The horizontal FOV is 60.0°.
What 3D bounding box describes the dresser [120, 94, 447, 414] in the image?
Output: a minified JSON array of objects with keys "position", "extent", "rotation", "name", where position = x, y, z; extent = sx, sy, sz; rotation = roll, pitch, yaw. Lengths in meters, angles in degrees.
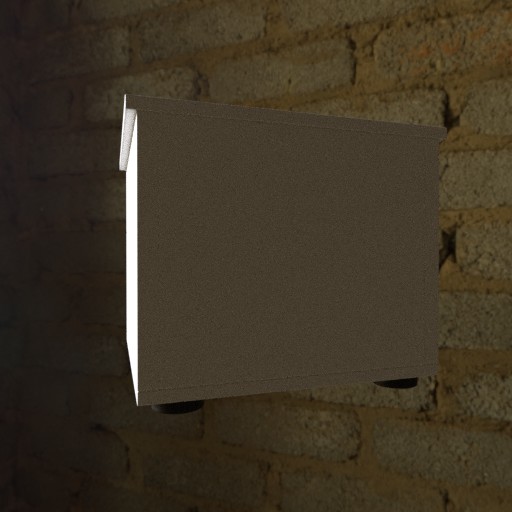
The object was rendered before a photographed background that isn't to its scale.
[{"position":[0.000,0.000,0.742],"extent":[0.430,0.360,0.400],"rotation":[0,1,-18],"name":"dresser"}]
